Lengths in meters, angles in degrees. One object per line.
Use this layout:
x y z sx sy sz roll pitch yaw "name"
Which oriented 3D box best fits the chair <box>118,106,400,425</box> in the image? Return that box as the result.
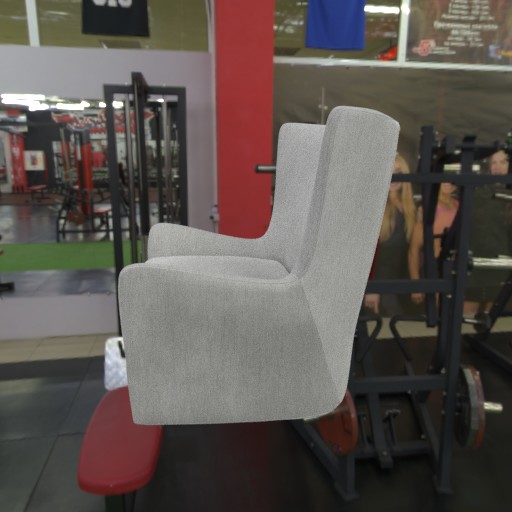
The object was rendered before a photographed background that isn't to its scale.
0.000 0.000 1.652 0.904 1.000 0.779 -1 13 -6 "chair"
